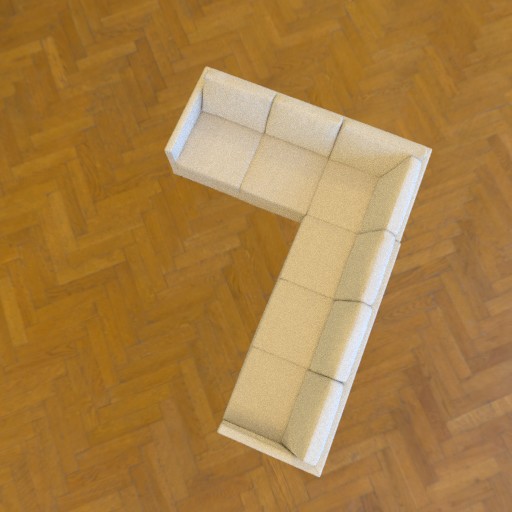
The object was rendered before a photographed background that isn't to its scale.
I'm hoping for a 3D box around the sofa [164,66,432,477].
[{"bbox_3d":[0.000,0.000,4.300,2.432,0.863,3.182,22,78,5],"label":"sofa"}]
